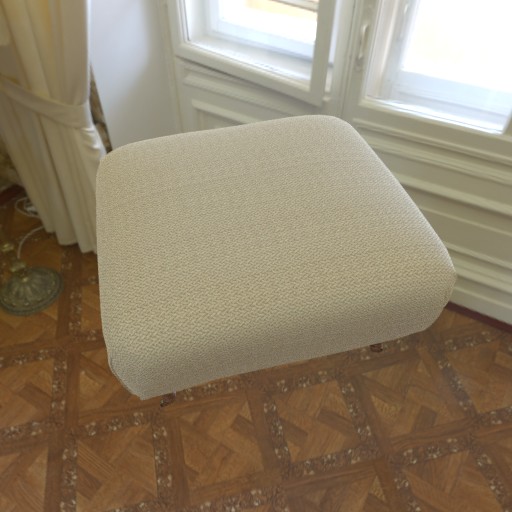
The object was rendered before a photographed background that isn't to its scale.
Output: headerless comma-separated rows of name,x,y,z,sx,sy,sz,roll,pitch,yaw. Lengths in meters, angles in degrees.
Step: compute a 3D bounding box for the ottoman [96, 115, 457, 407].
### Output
ottoman,0.000,0.000,1.070,0.684,0.447,0.622,-11,48,-10
